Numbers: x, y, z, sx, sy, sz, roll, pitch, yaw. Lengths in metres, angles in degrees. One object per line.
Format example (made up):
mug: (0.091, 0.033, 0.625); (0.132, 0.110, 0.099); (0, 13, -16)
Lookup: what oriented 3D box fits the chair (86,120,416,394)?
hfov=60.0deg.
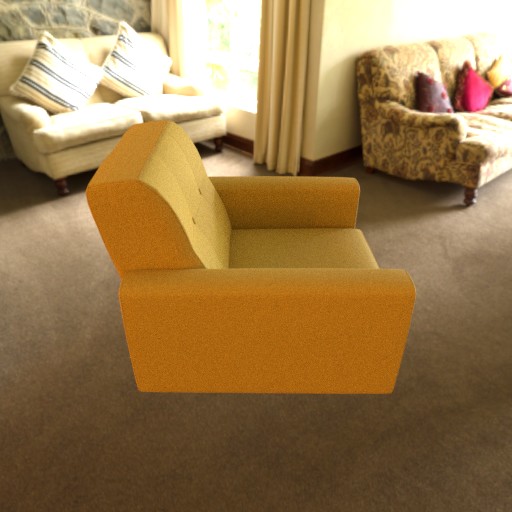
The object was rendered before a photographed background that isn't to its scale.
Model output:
chair: (0.000, 0.000, 1.603); (0.909, 0.841, 0.831); (-1, 32, -1)
